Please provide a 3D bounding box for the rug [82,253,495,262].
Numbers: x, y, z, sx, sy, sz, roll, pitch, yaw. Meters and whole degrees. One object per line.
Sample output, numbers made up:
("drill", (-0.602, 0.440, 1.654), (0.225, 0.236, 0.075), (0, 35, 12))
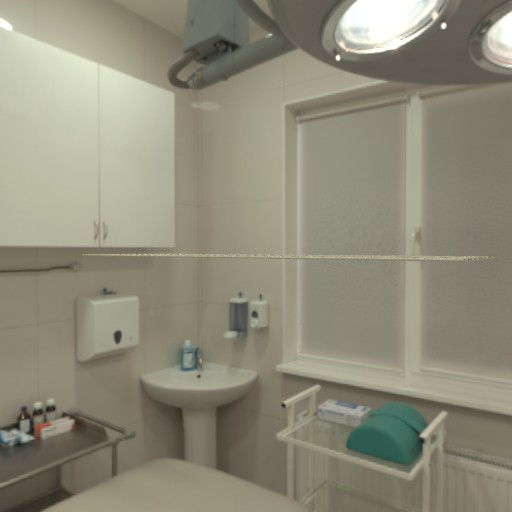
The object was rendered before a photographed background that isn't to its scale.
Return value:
("rug", (0.000, 0.000, 2.649), (2.435, 0.009, 0.750), (1, 1, 36))
